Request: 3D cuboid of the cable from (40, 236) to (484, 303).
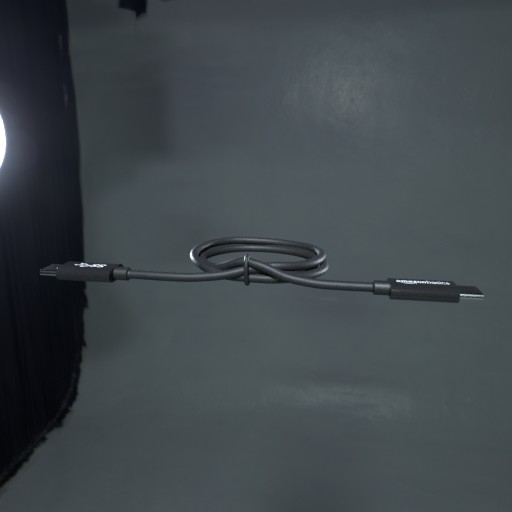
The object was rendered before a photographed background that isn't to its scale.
[{"bbox_3d":[0.000,0.000,0.214,0.186,0.014,0.070,2,15,9],"label":"cable"}]
